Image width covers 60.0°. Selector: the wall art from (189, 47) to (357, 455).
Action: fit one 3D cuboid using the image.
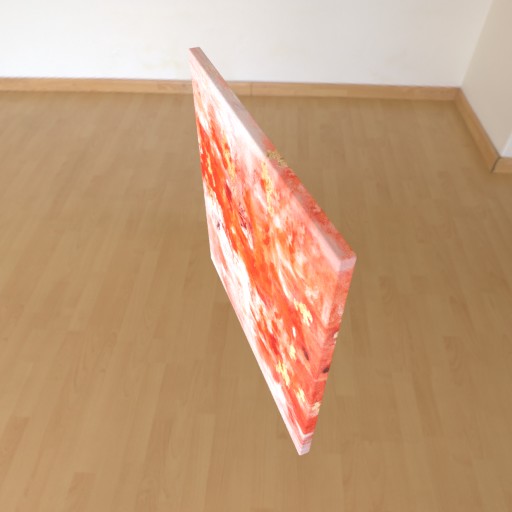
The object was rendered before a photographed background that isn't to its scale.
[{"bbox_3d":[0.000,0.000,1.307,0.066,0.878,0.878,-16,49,-15],"label":"wall art"}]
